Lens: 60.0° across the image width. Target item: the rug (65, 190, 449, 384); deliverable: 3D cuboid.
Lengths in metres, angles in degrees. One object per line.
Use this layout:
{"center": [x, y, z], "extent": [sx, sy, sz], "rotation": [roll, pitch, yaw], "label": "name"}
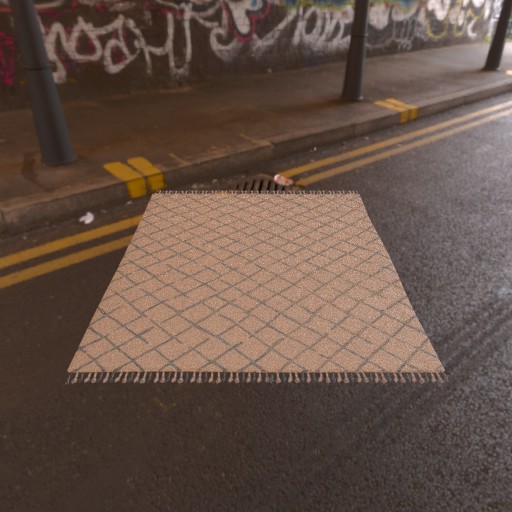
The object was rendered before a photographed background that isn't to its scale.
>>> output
{"center": [0.000, 0.000, 4.807], "extent": [2.892, 0.036, 3.585], "rotation": [0, 32, 0], "label": "rug"}
